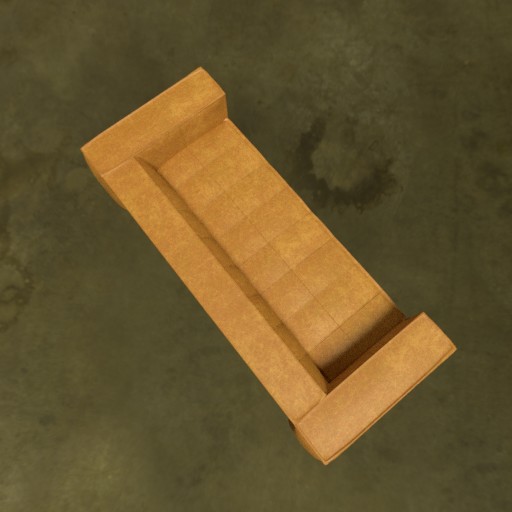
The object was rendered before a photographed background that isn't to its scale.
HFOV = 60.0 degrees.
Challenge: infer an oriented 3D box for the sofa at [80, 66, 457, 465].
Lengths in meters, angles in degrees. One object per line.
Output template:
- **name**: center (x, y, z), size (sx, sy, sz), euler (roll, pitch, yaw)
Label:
- **sofa**: center (0.000, 0.000, 3.134), size (1.102, 0.701, 2.581), euler (-38, 78, -10)
